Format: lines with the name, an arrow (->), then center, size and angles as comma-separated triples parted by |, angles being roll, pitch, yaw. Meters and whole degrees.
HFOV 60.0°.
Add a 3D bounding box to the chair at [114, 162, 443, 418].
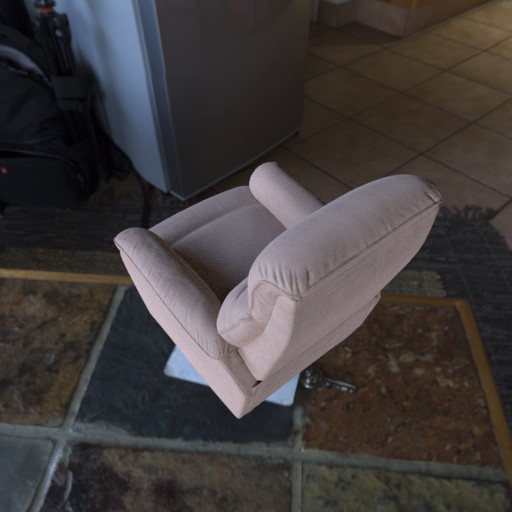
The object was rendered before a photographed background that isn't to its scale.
chair -> 0.000, 0.000, 1.726 | 0.820, 1.037, 1.004 | -30, 54, -25
